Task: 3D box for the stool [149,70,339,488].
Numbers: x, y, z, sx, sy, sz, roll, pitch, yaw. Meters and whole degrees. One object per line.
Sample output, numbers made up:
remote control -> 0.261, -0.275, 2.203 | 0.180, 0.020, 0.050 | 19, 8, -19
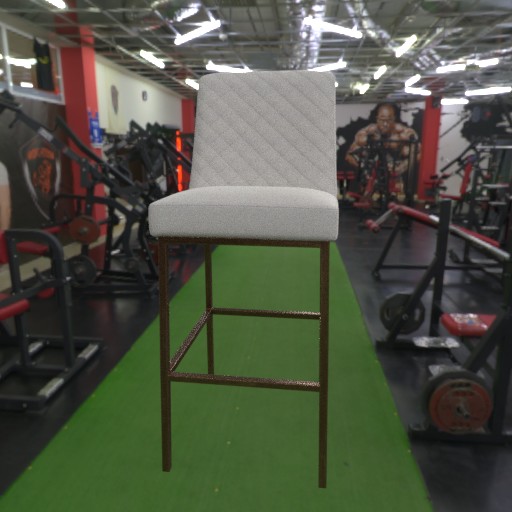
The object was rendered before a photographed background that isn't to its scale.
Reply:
stool -> 0.000, 0.000, 1.294 | 0.462, 1.084, 0.546 | 2, 14, 8
